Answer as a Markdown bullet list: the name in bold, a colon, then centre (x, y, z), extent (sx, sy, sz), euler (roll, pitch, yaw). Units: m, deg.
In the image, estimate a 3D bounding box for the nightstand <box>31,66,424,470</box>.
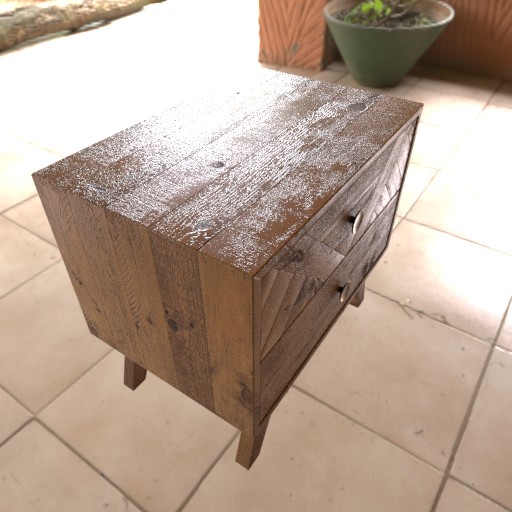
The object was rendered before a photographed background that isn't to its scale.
- **nightstand**: centre (0.000, 0.000, 1.025), extent (0.450, 0.599, 0.650), euler (24, 46, 25)
